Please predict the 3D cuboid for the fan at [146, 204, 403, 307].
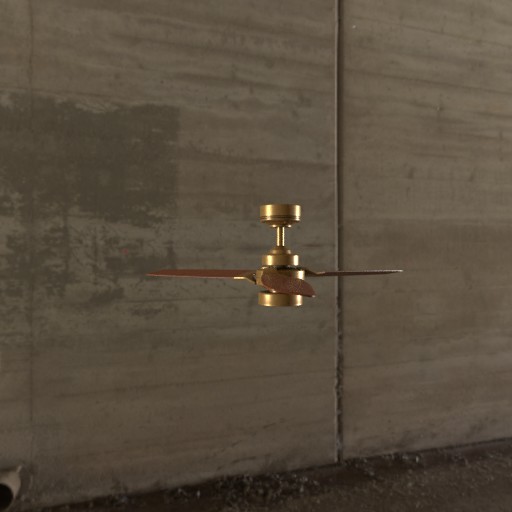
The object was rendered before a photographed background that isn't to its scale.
[{"bbox_3d":[0.000,0.000,2.004,1.271,0.425,1.416,0,0,35],"label":"fan"}]
